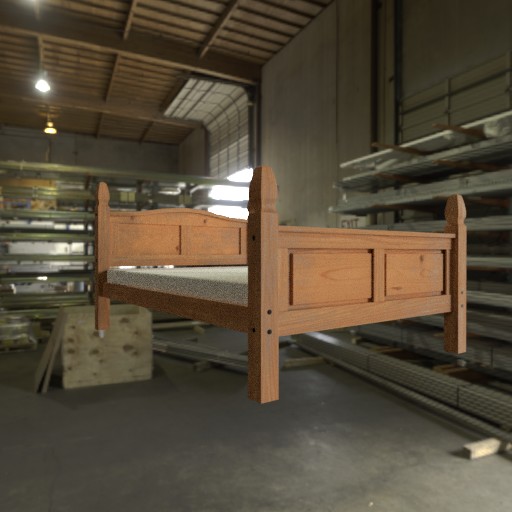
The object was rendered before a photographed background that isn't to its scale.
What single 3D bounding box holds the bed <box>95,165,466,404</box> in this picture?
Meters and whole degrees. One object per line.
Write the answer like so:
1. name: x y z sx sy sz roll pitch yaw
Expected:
1. bed: 0.000 0.000 2.940 1.490 1.100 2.069 0 0 -37
